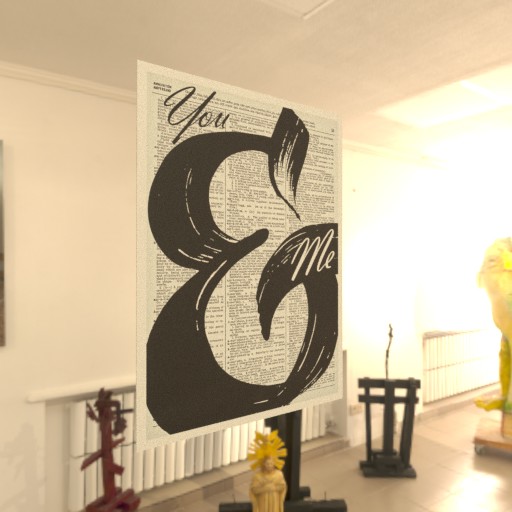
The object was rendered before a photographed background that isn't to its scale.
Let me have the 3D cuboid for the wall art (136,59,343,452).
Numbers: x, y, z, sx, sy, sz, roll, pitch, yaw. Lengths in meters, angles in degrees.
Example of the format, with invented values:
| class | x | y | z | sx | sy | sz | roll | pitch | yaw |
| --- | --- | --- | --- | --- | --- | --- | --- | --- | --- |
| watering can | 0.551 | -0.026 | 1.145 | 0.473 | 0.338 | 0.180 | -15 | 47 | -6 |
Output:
| class | x | y | z | sx | sy | sz | roll | pitch | yaw |
| --- | --- | --- | --- | --- | --- | --- | --- | --- | --- |
| wall art | 0.000 | 0.000 | 0.822 | 0.457 | 0.609 | 0.003 | 0 | -1 | -36 |
